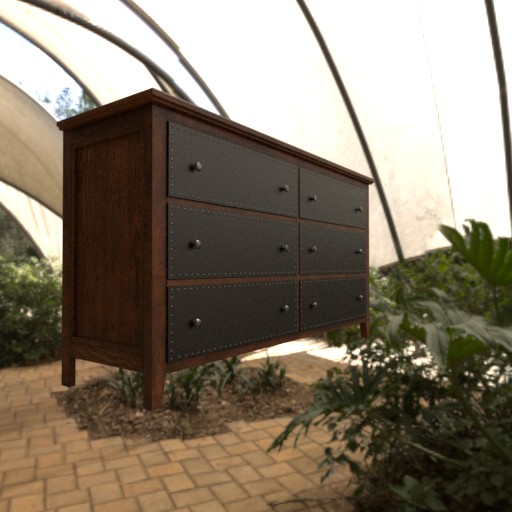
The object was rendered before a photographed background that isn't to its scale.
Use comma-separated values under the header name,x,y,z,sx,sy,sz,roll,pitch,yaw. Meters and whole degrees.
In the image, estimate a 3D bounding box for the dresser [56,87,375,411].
name,x,y,z,sx,sy,sz,roll,pitch,yaw
dresser,0.000,0.000,1.912,0.463,0.856,1.551,-1,-2,36
